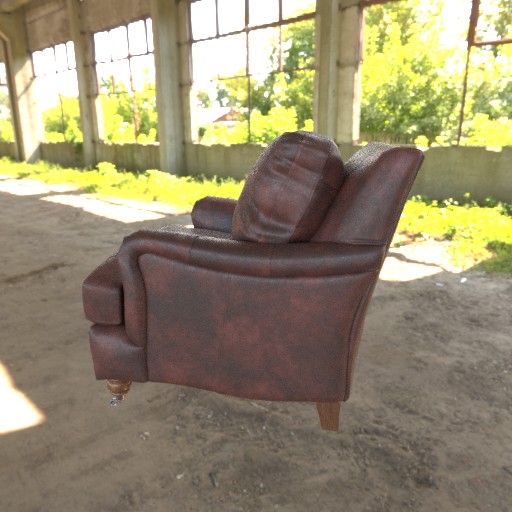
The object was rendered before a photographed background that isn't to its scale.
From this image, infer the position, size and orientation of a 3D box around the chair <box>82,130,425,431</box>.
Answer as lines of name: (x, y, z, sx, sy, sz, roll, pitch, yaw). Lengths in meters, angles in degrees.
chair: (0.000, 0.000, 1.917, 1.156, 1.051, 0.987, 2, 16, 9)
